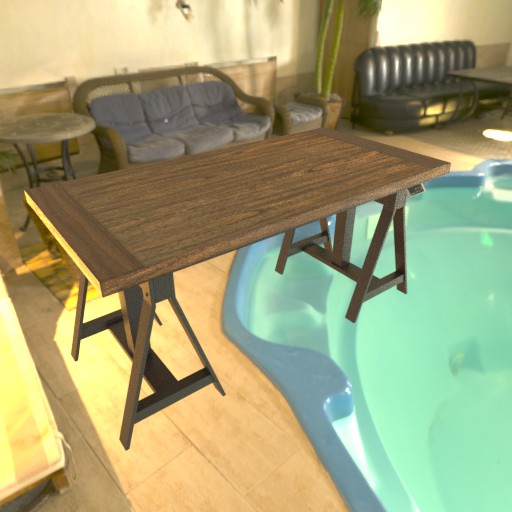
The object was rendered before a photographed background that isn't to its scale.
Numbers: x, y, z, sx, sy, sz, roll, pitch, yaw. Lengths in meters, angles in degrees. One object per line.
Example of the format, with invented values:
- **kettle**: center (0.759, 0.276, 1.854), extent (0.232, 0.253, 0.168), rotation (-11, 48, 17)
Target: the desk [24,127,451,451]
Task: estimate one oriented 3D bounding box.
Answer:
- **desk**: center (0.000, 0.000, 1.923), extent (1.543, 0.725, 0.784), rotation (-21, 36, -31)
